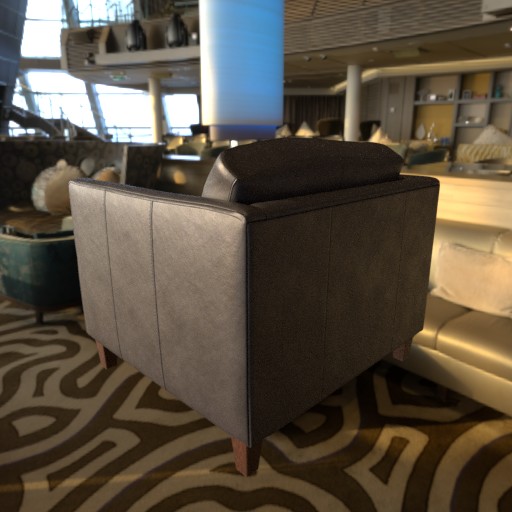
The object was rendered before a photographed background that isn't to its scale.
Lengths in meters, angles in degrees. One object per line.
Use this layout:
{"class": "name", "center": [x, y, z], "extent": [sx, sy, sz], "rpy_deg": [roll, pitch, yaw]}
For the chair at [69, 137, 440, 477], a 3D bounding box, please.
{"class": "chair", "center": [0.000, 0.000, 1.548], "extent": [0.862, 0.811, 0.939], "rpy_deg": [15, 22, 43]}
